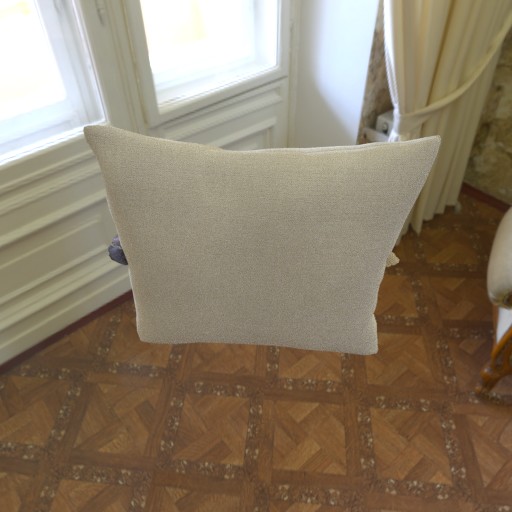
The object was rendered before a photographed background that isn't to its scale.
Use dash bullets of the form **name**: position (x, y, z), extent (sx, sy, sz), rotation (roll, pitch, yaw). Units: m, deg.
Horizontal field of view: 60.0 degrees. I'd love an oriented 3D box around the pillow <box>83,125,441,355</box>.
- **pillow**: position (0.000, 0.000, 0.749), extent (0.489, 0.481, 0.165), rotation (3, 44, 3)
